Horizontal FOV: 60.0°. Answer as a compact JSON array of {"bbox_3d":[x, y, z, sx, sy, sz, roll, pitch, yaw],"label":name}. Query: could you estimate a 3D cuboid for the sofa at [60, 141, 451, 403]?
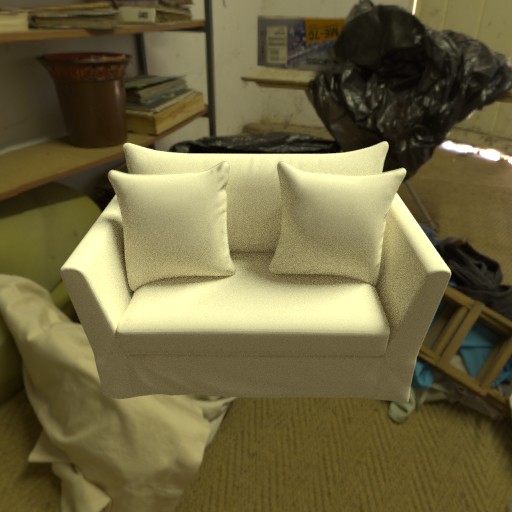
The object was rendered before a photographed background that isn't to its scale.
[{"bbox_3d":[0.000,0.000,2.329,1.608,1.039,1.026,0,30,1],"label":"sofa"}]
